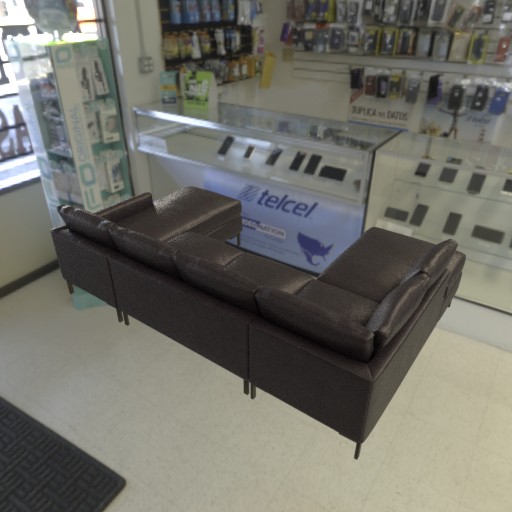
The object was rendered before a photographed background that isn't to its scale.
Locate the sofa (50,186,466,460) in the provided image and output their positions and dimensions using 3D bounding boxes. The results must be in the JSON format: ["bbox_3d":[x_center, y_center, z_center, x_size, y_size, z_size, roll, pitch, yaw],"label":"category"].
[{"bbox_3d":[0.000,0.000,3.786,2.956,0.900,1.939,20,36,31],"label":"sofa"}]
